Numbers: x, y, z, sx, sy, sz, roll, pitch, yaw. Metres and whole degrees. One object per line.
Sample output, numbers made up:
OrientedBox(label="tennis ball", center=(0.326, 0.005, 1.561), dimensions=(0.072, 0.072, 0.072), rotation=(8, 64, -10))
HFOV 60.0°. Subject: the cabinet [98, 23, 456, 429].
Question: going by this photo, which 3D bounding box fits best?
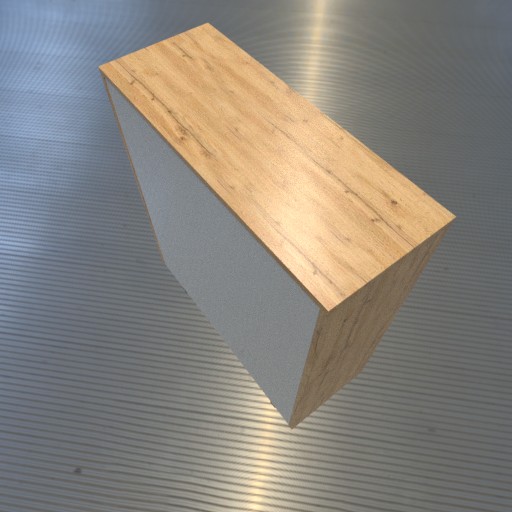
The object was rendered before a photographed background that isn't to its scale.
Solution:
OrientedBox(label="cabinet", center=(0.000, 0.000, 1.931), dimensions=(0.473, 1.397, 1.168), rotation=(-33, 63, -19))
